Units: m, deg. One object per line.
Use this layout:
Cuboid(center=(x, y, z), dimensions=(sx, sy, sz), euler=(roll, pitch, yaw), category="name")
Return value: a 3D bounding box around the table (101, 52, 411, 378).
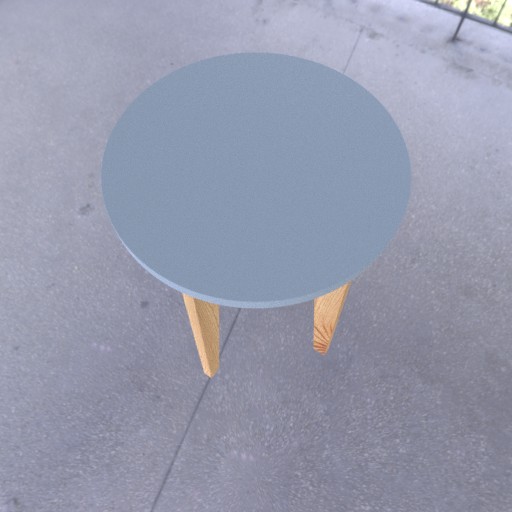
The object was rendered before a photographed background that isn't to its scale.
Cuboid(center=(0.000, 0.000, 0.728), dimensions=(0.350, 0.500, 0.350), euler=(0, 63, 0), category="table")
